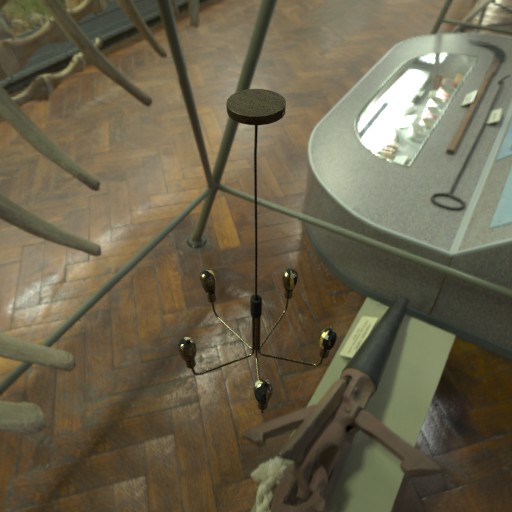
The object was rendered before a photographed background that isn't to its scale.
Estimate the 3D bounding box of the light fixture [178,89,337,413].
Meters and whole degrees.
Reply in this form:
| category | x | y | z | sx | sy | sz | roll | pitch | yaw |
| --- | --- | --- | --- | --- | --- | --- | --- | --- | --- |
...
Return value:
| category | x | y | z | sx | sy | sz | roll | pitch | yaw |
| --- | --- | --- | --- | --- | --- | --- | --- | --- | --- |
| light fixture | 0.000 | 0.000 | 1.402 | 0.588 | 1.059 | 0.532 | 23 | 50 | 21 |
